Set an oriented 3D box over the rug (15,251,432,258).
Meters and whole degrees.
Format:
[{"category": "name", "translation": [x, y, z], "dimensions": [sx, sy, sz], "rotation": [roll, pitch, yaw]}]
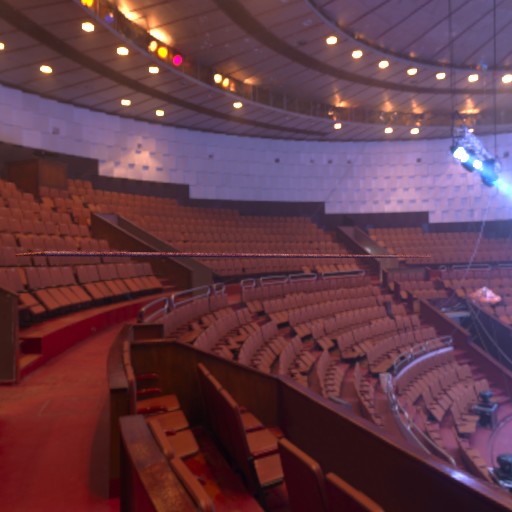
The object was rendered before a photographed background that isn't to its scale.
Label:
[{"category": "rug", "translation": [0.000, 0.000, 2.625], "dimensions": [2.435, 0.011, 0.750], "rotation": [0, -1, -36]}]
